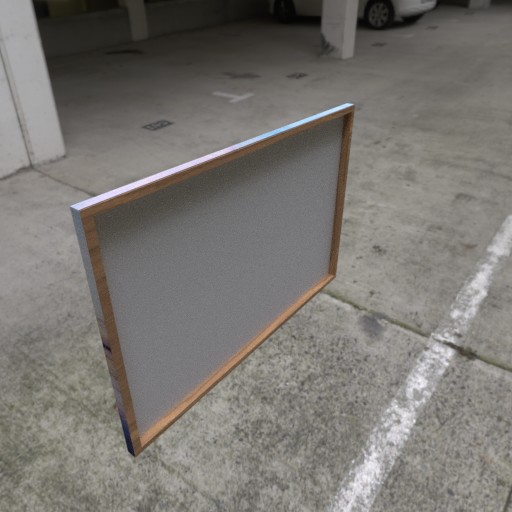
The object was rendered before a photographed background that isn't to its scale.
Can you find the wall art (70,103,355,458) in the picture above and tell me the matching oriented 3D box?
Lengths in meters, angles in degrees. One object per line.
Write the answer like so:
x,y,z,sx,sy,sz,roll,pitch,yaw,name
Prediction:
0.000,0.000,0.759,0.018,0.402,0.604,22,37,32,wall art
